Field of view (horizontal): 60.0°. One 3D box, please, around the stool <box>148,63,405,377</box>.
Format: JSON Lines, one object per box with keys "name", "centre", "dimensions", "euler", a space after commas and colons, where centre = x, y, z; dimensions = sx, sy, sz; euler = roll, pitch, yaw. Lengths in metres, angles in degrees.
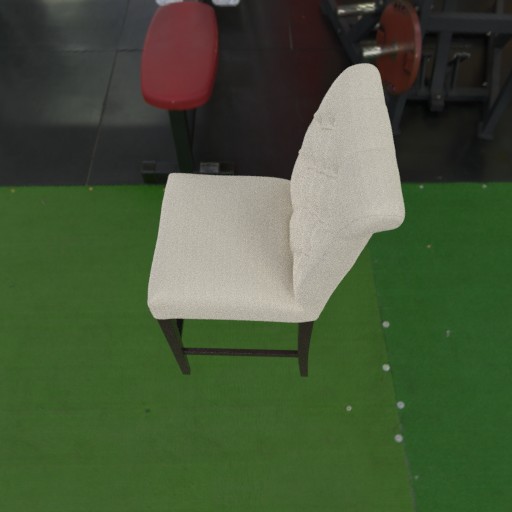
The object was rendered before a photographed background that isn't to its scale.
{"name": "stool", "centre": [0.000, 0.000, 1.437], "dimensions": [0.610, 1.118, 0.482], "euler": [1, 58, 1]}
